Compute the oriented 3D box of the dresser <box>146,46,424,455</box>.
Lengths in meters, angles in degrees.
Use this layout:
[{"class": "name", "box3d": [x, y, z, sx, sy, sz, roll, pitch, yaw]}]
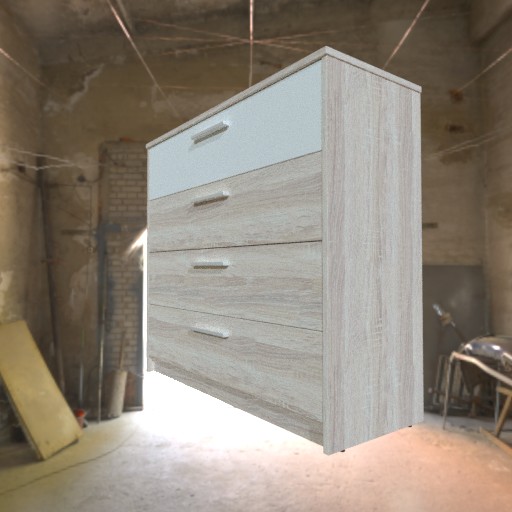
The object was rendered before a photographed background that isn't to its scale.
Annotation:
[{"class": "dresser", "box3d": [0.000, 0.000, 1.462, 0.380, 0.900, 0.980, 1, -2, -37]}]
